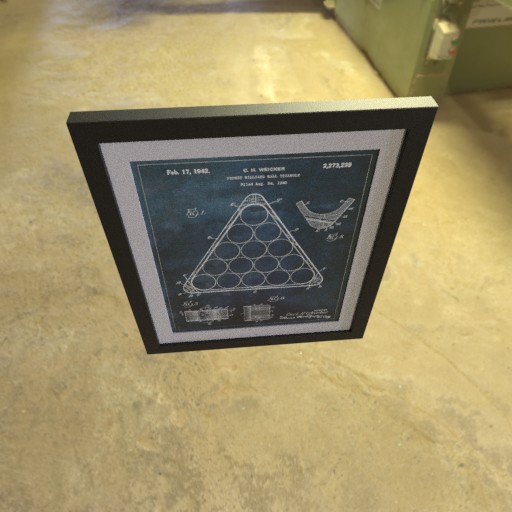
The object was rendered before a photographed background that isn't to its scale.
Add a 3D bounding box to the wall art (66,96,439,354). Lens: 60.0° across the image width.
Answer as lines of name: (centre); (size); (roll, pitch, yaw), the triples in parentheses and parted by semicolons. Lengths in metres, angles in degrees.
wall art: (0.000, 0.000, 0.707); (0.432, 0.508, 0.025); (-4, 48, -3)
